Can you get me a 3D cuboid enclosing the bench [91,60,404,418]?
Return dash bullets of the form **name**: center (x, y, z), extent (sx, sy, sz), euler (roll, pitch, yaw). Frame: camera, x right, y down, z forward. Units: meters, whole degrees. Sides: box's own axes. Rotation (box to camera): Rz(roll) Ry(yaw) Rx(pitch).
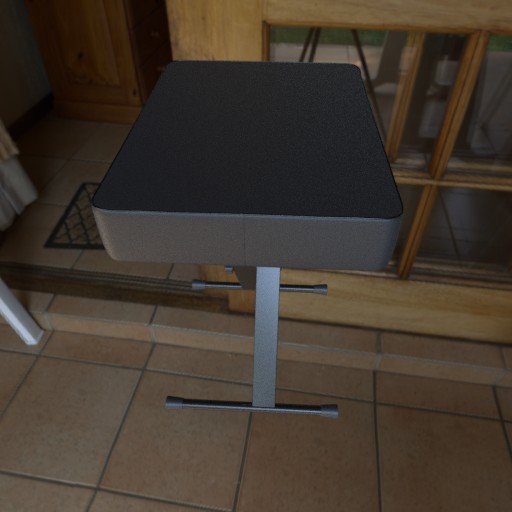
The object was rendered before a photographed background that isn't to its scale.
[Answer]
- **bench**: center (0.000, 0.000, 0.759), extent (0.321, 0.500, 0.424), euler (2, 43, 2)
